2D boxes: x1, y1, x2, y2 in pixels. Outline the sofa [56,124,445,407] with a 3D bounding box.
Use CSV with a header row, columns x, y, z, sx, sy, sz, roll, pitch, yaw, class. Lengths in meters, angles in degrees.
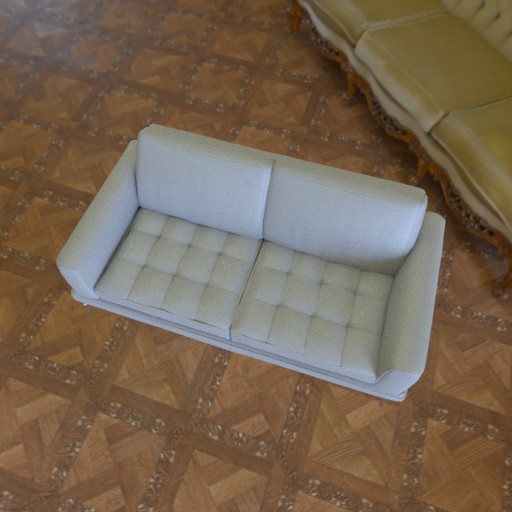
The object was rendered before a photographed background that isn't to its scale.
x,y,z,sx,sy,sz,roll,pitch,yaw,class
0.000,0.000,2.767,2.177,0.930,1.121,16,61,9,sofa
